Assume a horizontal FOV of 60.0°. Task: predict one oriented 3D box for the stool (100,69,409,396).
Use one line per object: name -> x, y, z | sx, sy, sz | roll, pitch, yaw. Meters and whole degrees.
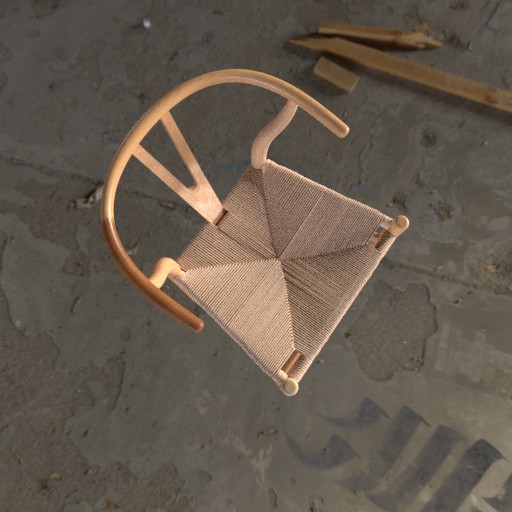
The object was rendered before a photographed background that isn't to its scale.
stool -> 0.000, 0.000, 1.275 | 0.575, 0.923, 0.536 | 35, 79, 8
